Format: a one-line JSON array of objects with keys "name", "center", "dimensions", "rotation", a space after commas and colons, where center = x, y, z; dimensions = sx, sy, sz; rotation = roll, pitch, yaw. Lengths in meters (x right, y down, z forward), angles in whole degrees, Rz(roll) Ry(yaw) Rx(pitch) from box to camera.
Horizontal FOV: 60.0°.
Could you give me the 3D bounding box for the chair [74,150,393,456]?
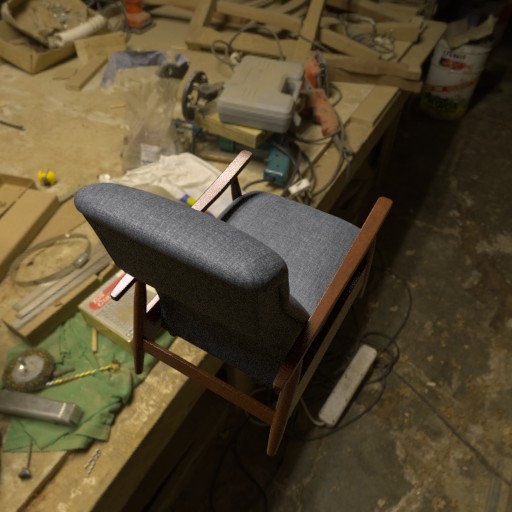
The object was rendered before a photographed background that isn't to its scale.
[{"name": "chair", "center": [0.000, 0.000, 1.793], "dimensions": [0.762, 1.082, 1.030], "rotation": [24, 51, 21]}]
